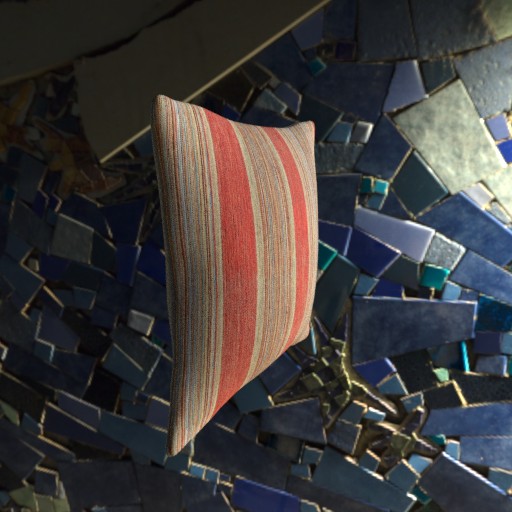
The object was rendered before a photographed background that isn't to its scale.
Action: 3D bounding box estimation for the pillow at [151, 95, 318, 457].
[{"bbox_3d":[0.000,0.000,0.671,0.136,0.419,0.437,7,14,28],"label":"pillow"}]
